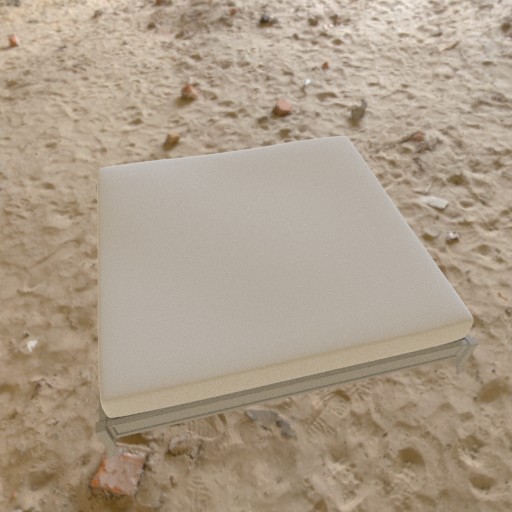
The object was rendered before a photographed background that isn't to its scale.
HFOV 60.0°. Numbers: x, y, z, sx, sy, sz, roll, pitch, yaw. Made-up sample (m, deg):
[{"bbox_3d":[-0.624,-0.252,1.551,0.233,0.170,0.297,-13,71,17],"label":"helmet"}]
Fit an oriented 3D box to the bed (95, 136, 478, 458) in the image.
[{"bbox_3d":[0.000,0.000,2.995,2.108,0.510,2.007,-10,48,-9],"label":"bed"}]
